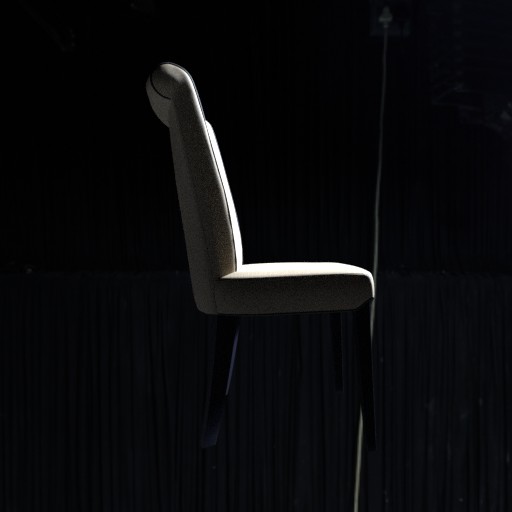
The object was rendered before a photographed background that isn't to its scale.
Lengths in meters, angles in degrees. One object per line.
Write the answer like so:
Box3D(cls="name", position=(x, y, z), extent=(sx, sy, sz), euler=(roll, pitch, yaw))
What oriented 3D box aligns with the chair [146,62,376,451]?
Box3D(cls="chair", position=(0.000, 0.000, 1.372), extent=(0.623, 0.997, 0.522), euler=(0, 1, 1))
